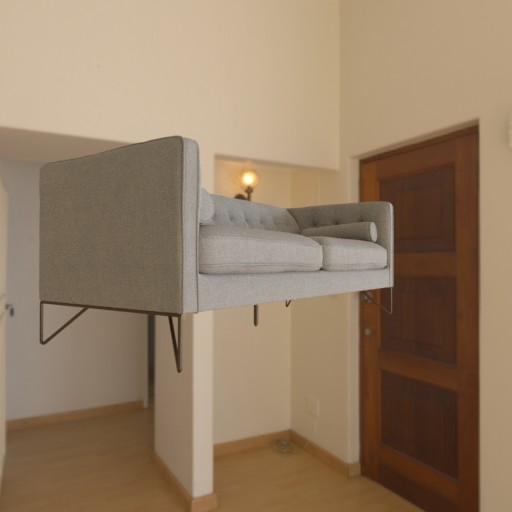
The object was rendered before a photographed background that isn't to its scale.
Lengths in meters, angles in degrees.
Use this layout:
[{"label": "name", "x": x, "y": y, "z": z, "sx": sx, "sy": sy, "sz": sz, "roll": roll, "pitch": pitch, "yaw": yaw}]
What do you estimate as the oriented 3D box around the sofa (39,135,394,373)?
[{"label": "sofa", "x": 0.000, "y": 0.000, "z": 2.528, "sx": 0.912, "sy": 0.798, "sz": 2.079, "roll": -1, "pitch": -1, "yaw": 36}]
